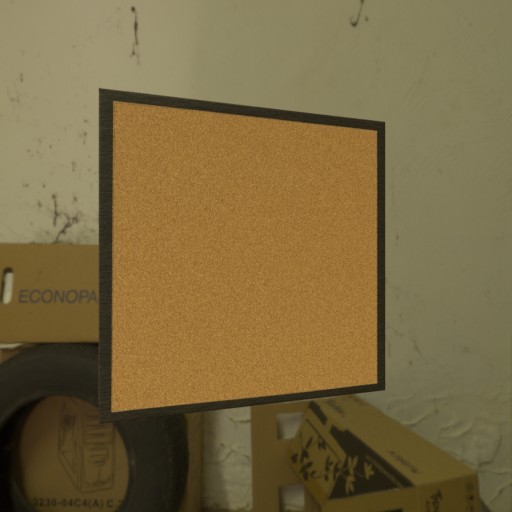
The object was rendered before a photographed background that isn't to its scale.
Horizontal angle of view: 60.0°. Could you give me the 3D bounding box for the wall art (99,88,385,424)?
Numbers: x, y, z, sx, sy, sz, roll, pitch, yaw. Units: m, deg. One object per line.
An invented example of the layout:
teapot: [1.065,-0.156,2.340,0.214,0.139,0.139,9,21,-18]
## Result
wall art: [0.000,0.000,1.039,0.695,0.691,0.029,0,0,-19]
